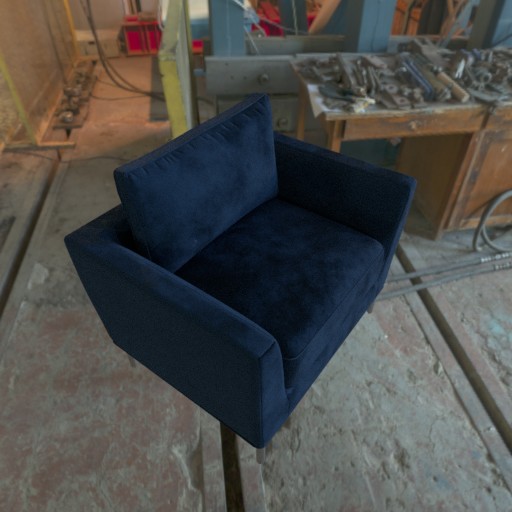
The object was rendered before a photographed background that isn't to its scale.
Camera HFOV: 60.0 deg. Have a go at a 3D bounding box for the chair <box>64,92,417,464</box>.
[{"bbox_3d":[0.000,0.000,1.601,0.746,0.893,0.977,26,48,27],"label":"chair"}]
